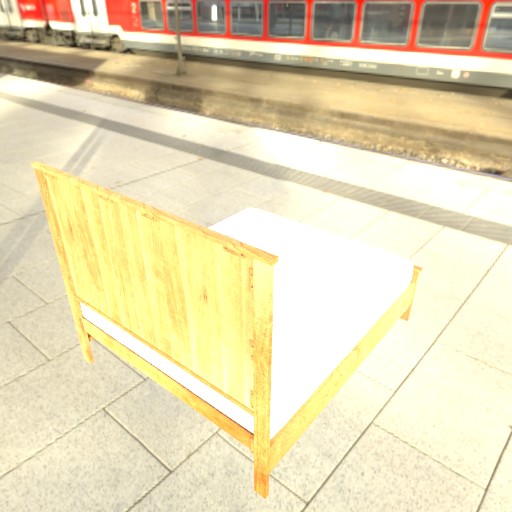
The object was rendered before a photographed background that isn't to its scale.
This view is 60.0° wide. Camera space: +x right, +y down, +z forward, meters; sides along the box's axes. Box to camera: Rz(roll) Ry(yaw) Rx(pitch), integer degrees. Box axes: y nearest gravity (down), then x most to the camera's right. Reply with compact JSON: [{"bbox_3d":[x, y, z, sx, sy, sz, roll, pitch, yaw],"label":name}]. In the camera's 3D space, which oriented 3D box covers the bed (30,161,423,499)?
[{"bbox_3d":[0.000,0.000,3.483,1.936,1.686,2.201,22,37,33],"label":"bed"}]
